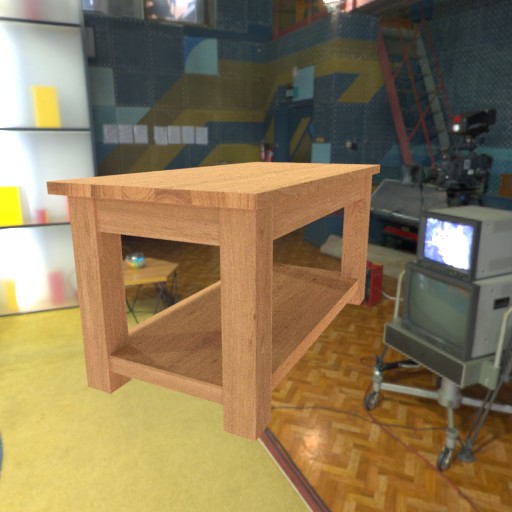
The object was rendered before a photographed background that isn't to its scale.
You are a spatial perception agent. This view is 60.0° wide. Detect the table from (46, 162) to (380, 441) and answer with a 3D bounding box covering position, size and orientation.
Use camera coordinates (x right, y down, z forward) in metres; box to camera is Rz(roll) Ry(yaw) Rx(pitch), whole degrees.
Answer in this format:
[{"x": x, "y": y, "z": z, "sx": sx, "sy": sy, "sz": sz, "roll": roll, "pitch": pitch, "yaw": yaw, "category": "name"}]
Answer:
[{"x": 0.000, "y": 0.000, "z": 1.198, "sx": 0.450, "sy": 0.452, "sz": 0.899, "roll": 7, "pitch": 16, "yaw": 26, "category": "table"}]
